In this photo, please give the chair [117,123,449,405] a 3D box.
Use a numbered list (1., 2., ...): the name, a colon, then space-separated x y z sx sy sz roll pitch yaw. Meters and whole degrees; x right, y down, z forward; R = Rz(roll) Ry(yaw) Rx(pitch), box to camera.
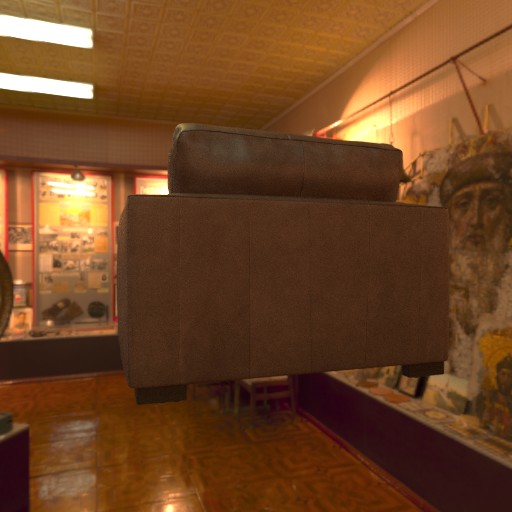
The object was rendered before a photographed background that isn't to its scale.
1. chair: 0.000 0.000 1.833 1.100 0.812 1.069 0 0 -18
